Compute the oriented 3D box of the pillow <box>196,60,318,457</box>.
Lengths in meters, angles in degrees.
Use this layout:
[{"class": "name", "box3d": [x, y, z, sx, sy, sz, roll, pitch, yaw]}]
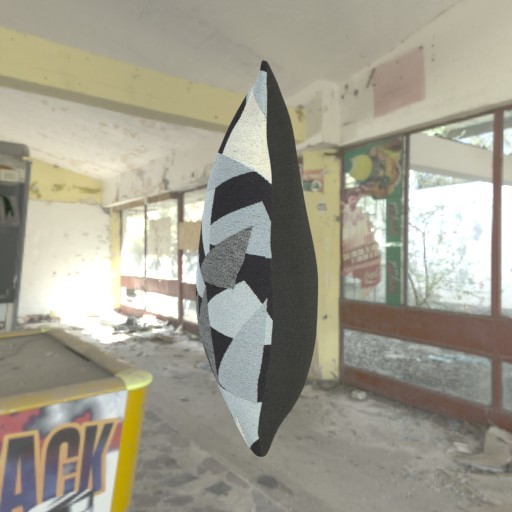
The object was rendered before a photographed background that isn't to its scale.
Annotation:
[{"class": "pillow", "box3d": [0.000, 0.000, 0.788, 0.208, 0.496, 0.503, 0, 0, 0]}]
